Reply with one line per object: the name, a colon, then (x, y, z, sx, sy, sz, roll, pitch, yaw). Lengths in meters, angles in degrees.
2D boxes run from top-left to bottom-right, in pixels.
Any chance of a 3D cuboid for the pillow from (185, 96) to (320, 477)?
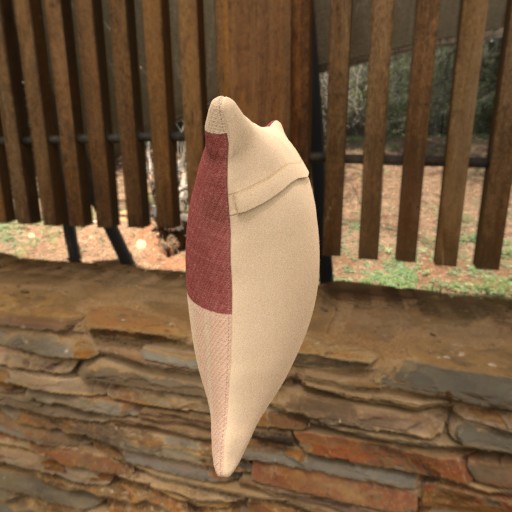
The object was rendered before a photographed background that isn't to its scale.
pillow: (0.000, 0.000, 0.803, 0.229, 0.506, 0.536, 3, 15, 9)
